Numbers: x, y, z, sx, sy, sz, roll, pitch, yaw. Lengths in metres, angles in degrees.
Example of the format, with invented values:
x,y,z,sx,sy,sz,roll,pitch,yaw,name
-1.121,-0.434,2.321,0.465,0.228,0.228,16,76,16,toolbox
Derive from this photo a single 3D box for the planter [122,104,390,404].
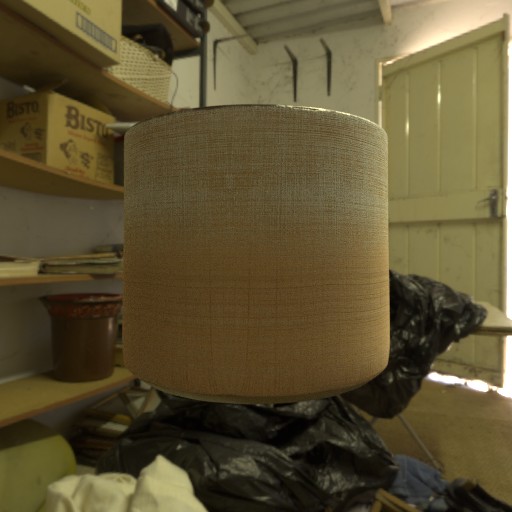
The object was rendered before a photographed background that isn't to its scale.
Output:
x,y,z,sx,sy,sz,roll,pitch,yaw,name
0.000,0.000,0.438,0.254,0.221,0.254,0,1,0,planter
